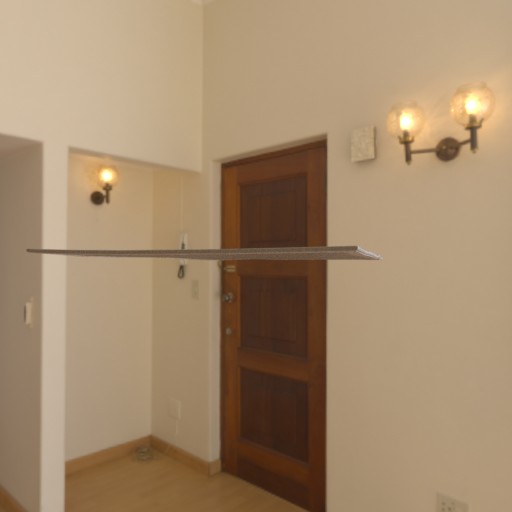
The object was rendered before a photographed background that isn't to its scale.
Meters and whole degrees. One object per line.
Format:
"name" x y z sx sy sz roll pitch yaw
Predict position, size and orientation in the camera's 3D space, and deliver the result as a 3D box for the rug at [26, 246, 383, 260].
"rug" 0.000 0.000 2.363 1.252 0.034 1.829 0 -1 18
